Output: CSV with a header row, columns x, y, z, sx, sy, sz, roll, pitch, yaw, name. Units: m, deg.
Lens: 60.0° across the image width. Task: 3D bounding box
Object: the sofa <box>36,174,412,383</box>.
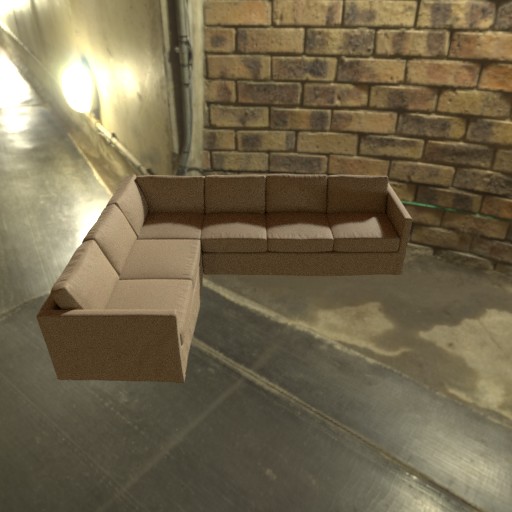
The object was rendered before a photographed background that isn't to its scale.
x,y,z,sx,sy,sz,roll,pitch,yaw,name
0.000,0.000,4.334,3.182,0.871,2.432,0,32,0,sofa
